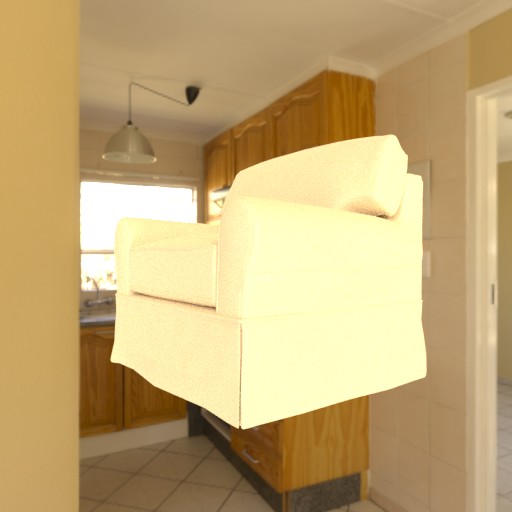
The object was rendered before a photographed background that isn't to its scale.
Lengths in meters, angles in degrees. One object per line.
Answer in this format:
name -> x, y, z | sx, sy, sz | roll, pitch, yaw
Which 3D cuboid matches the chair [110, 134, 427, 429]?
chair -> 0.000, 0.000, 1.846 | 0.904, 0.958, 1.099 | 0, 0, -37
